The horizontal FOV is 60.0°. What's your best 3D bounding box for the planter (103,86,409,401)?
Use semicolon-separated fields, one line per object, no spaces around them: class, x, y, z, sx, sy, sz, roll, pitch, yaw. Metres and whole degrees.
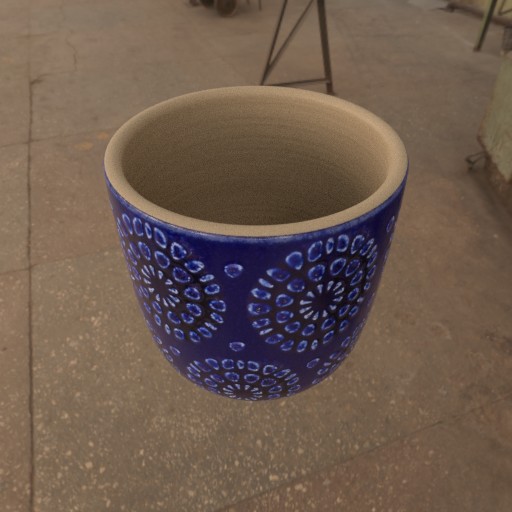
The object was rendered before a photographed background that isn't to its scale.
planter;0.000;0.000;0.197;0.109;0.112;0.109;0;42;0
